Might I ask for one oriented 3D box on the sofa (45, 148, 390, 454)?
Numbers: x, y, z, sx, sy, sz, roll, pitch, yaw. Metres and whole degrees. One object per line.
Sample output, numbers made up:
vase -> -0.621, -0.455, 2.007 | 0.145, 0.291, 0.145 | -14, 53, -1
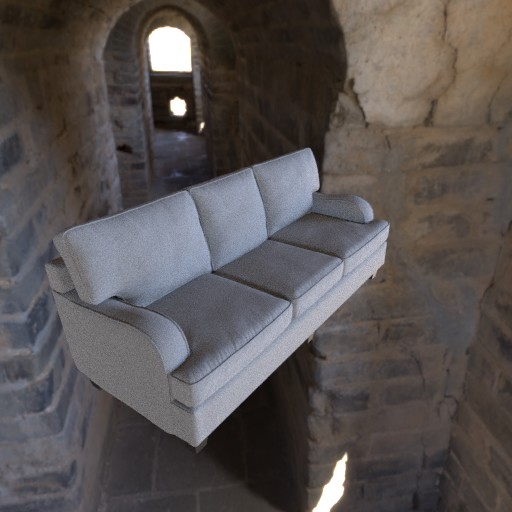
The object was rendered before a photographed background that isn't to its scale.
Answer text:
sofa -> 0.000, 0.000, 2.930 | 1.016, 0.997, 2.323 | 18, 31, 32
